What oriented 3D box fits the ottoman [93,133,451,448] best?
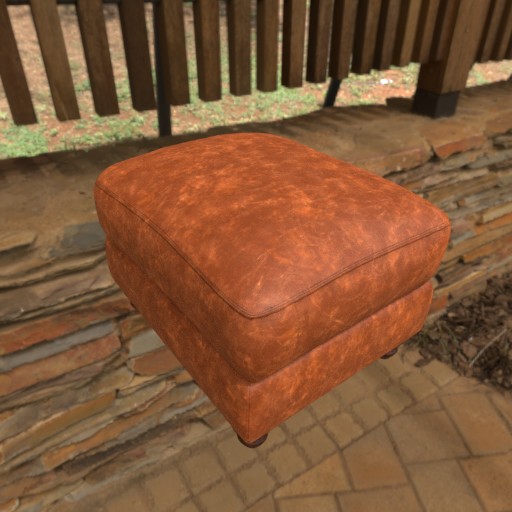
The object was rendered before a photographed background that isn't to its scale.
[{"bbox_3d":[0.000,0.000,1.271,0.657,0.562,0.832,-22,39,-30],"label":"ottoman"}]
